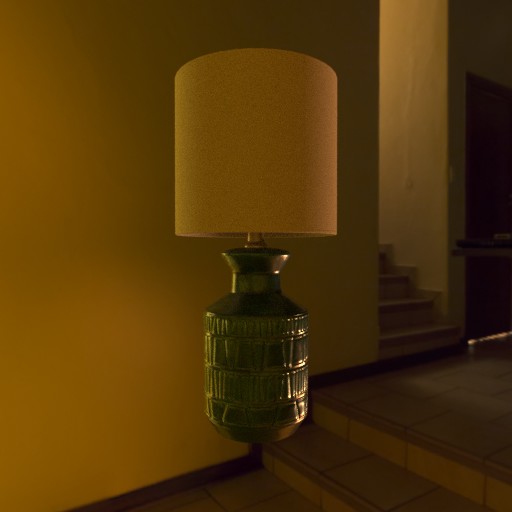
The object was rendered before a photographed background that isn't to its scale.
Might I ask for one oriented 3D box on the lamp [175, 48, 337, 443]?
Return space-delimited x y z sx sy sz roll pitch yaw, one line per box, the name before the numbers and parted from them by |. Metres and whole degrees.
lamp | 0.000 0.000 0.590 0.211 0.455 0.211 1 1 36
